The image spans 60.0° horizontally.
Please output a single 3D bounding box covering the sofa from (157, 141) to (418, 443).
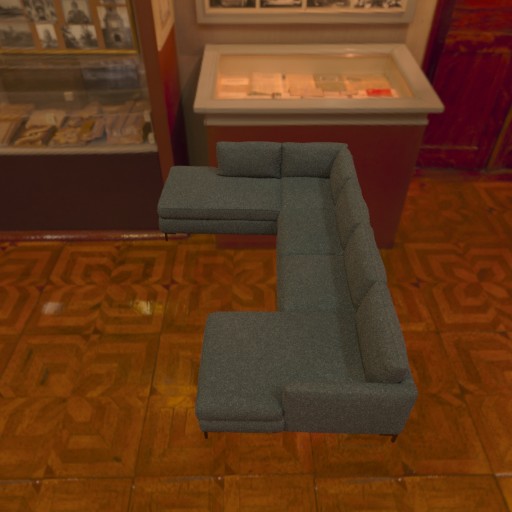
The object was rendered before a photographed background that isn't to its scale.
[{"bbox_3d":[0.000,0.000,3.842,2.007,0.813,2.956,1,42,1],"label":"sofa"}]
